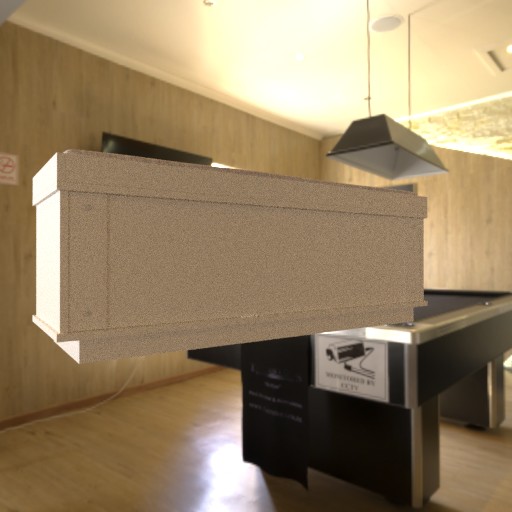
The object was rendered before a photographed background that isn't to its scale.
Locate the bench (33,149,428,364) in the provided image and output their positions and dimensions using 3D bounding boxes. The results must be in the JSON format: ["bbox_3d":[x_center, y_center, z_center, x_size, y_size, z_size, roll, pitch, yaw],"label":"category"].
[{"bbox_3d":[0.000,0.000,1.365,1.196,0.453,0.363,0,0,-34],"label":"bench"}]
